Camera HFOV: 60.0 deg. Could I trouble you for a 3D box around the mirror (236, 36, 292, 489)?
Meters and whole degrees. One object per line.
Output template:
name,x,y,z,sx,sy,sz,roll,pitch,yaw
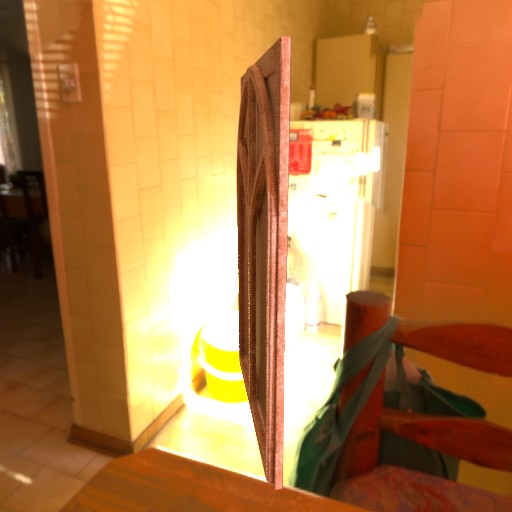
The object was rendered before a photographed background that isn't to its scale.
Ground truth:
mirror,0.000,0.000,0.973,0.058,0.787,0.495,-2,16,-8
